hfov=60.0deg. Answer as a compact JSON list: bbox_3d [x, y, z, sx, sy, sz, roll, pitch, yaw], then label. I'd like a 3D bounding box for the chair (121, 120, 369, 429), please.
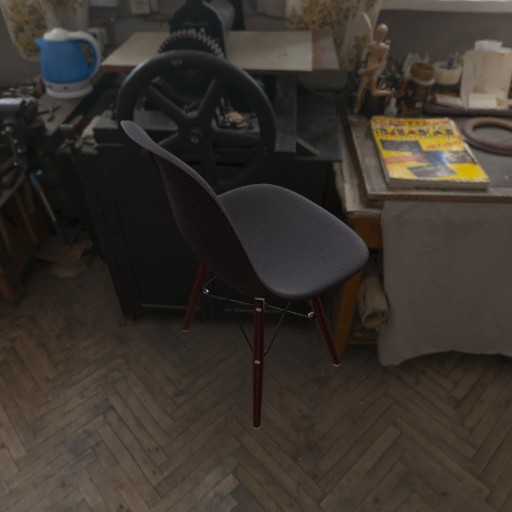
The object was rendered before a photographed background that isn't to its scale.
[{"bbox_3d":[0.000,0.000,1.160,0.533,0.826,0.470,-27,48,-27],"label":"chair"}]
